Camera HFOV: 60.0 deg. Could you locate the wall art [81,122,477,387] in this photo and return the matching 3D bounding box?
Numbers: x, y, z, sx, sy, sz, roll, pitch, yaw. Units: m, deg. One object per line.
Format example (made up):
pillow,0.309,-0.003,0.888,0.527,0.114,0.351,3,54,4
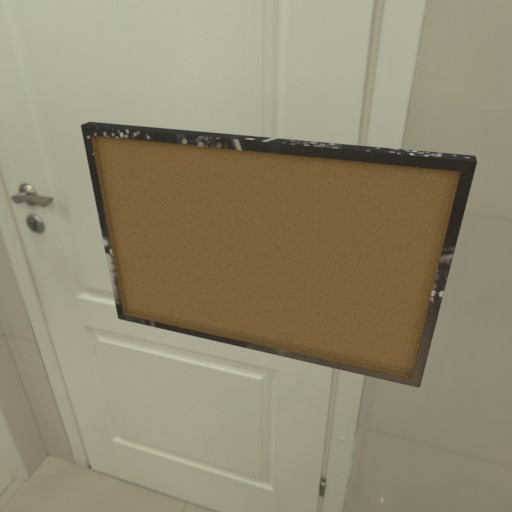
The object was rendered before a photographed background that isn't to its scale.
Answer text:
wall art,0.000,0.000,1.147,0.914,0.609,0.038,9,31,16
